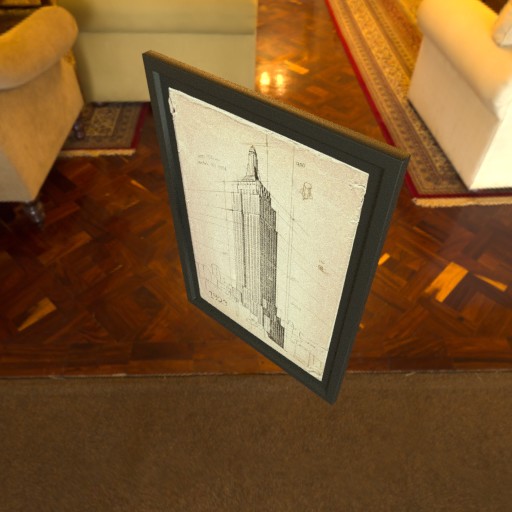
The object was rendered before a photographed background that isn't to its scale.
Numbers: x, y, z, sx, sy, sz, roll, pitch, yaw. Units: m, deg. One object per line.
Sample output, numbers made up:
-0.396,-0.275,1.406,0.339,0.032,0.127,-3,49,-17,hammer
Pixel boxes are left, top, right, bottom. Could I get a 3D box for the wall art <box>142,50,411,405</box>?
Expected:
0.000,0.000,0.564,0.303,0.431,0.013,31,55,26,wall art
